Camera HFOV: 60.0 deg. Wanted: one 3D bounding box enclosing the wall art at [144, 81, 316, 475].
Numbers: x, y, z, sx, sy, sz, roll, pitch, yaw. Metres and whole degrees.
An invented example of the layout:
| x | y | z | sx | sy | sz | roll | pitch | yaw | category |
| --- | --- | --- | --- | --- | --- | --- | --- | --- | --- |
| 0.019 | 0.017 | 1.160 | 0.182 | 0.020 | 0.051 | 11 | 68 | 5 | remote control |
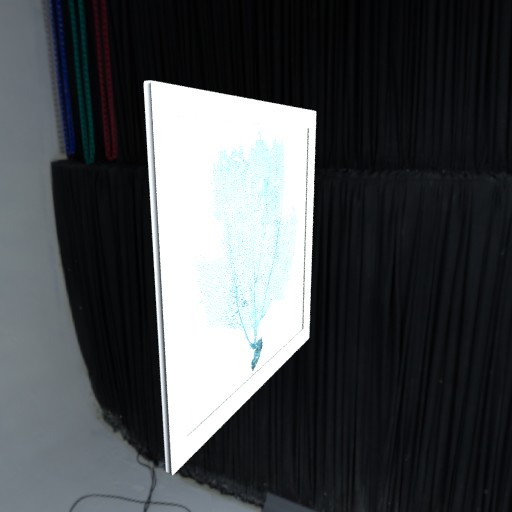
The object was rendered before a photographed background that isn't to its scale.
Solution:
| x | y | z | sx | sy | sz | roll | pitch | yaw | category |
| --- | --- | --- | --- | --- | --- | --- | --- | --- | --- |
| 0.000 | 0.000 | 0.880 | 0.013 | 0.584 | 0.584 | 7 | 16 | 27 | wall art |
